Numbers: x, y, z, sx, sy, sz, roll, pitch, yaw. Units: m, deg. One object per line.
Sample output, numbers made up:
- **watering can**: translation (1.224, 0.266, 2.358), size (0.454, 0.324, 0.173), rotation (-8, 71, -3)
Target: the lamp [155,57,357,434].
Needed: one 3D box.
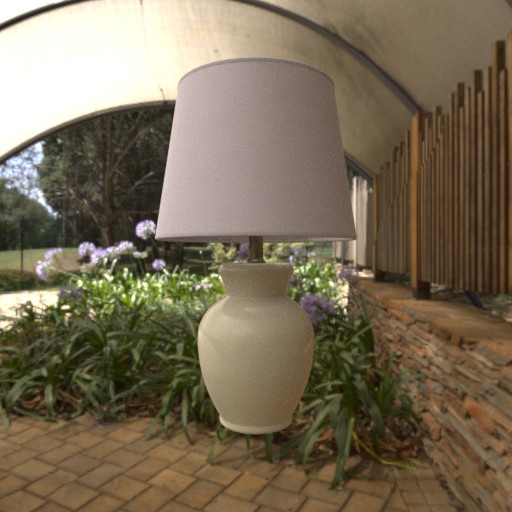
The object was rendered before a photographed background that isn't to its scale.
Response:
- **lamp**: translation (0.000, 0.000, 0.538), size (0.239, 0.399, 0.239), rotation (0, 0, 0)
